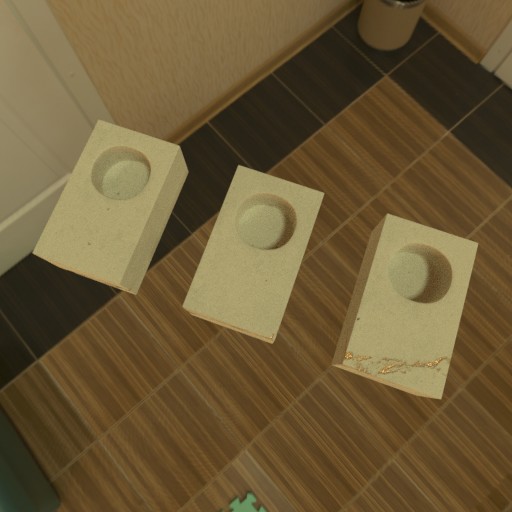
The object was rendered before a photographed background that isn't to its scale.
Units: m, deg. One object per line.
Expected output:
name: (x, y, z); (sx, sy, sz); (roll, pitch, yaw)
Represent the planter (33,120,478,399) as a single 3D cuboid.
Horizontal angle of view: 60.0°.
planter: (0.000, 0.000, 0.378); (0.333, 0.051, 0.127); (19, 76, 5)
